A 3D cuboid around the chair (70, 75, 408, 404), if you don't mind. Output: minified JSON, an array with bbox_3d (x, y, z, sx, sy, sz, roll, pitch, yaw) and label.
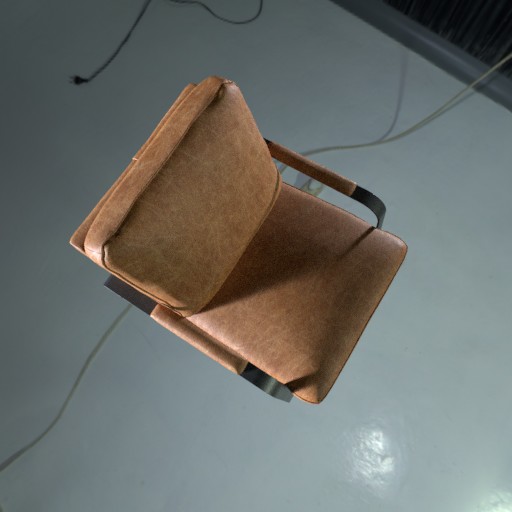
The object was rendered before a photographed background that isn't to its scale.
[{"bbox_3d":[0.000,0.000,1.367,0.801,0.777,0.651,31,78,8],"label":"chair"}]
